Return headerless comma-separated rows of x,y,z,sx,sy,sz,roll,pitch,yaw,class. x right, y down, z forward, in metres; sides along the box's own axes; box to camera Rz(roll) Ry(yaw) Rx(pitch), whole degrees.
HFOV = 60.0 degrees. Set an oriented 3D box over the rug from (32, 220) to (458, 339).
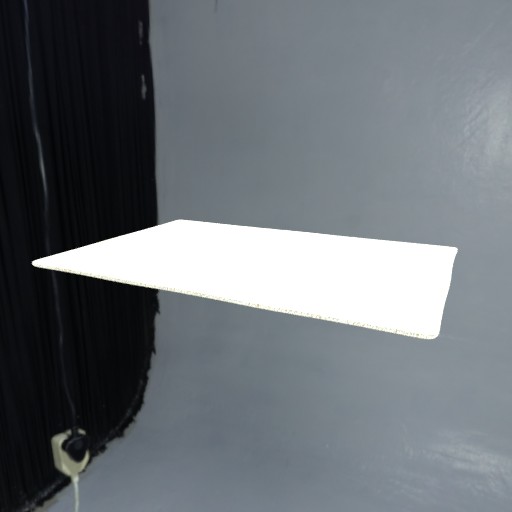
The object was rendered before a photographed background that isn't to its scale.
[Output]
0.000,0.000,3.331,2.698,0.025,1.798,7,17,25,rug
